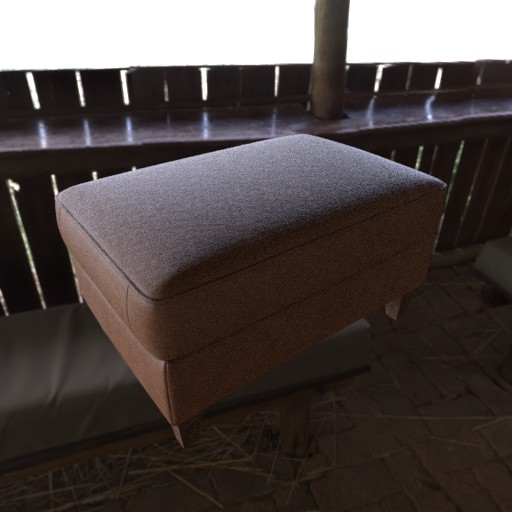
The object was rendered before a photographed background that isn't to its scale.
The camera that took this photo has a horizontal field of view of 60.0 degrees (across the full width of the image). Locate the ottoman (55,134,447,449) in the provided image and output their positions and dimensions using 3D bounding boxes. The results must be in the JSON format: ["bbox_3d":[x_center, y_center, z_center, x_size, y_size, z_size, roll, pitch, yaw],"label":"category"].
[{"bbox_3d":[0.000,0.000,1.203,0.864,0.483,0.584,-21,38,-31],"label":"ottoman"}]
